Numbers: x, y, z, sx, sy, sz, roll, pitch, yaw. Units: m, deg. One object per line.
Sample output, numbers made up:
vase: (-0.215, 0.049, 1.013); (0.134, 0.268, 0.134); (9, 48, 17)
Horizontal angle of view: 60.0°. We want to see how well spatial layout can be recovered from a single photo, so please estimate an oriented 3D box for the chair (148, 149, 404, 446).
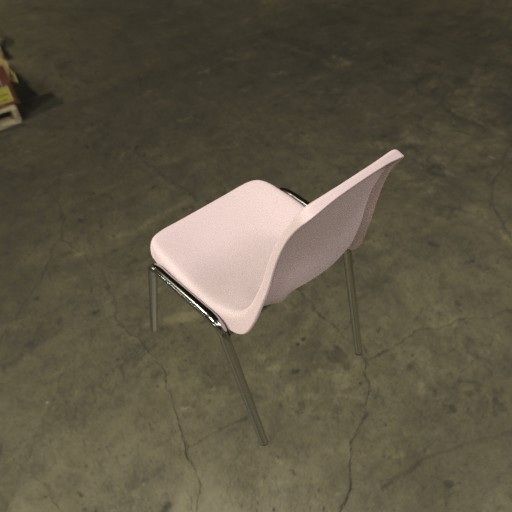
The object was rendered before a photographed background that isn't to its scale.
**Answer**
chair: (0.000, 0.000, 0.933); (0.381, 0.653, 0.436); (-34, 56, -27)
